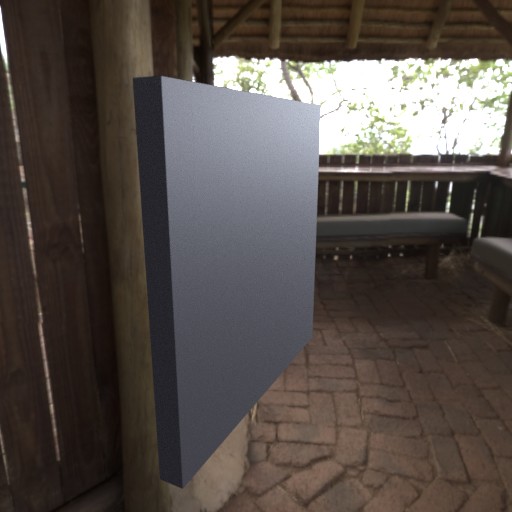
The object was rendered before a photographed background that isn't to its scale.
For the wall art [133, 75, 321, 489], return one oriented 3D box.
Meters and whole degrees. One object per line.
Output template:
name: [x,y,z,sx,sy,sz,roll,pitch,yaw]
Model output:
wall art: [0.000,0.000,0.743,0.038,0.507,0.507,7,17,25]
